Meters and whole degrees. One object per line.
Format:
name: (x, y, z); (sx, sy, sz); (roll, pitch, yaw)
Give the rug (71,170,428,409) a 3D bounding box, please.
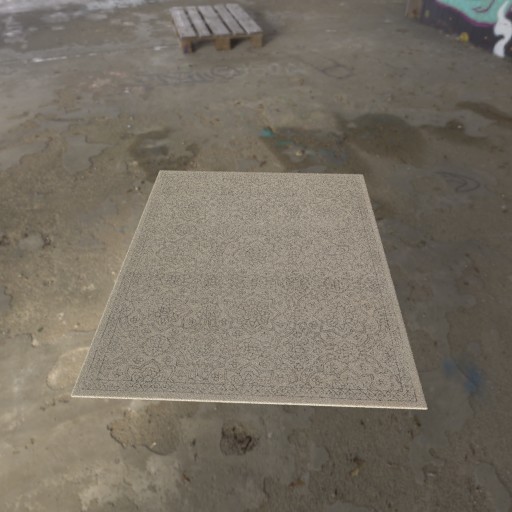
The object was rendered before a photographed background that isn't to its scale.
rug: (0.000, 0.000, 4.170); (2.441, 0.015, 3.050); (1, 41, 2)
